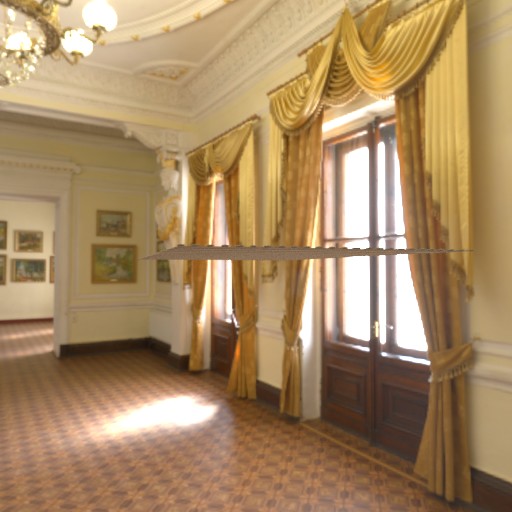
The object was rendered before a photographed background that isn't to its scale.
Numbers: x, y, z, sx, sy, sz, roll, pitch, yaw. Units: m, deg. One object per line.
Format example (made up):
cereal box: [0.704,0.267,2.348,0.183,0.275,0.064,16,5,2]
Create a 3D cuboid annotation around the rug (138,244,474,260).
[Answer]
rug: [0.000,0.000,2.595,1.222,0.009,2.084,1,-2,-18]
